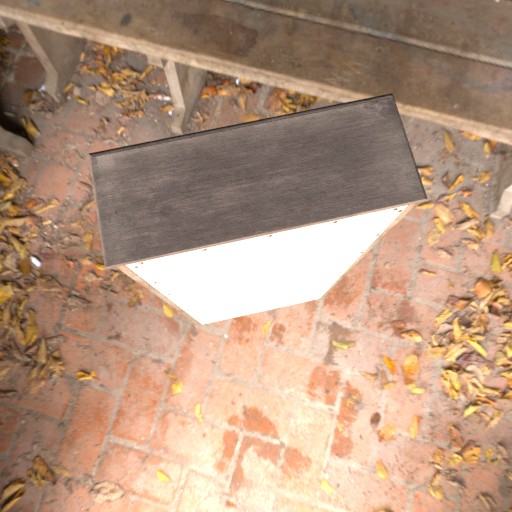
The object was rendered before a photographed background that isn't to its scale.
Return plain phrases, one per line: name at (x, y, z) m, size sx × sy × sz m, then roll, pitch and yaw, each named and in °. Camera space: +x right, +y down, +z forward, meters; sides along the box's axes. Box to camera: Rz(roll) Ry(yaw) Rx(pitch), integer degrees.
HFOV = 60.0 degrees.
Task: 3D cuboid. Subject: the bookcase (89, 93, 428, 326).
bookcase at (0.000, 0.000, 2.149) m, size 0.906 × 1.880 × 0.348 m, roll -12°, pitch 76°, yaw -3°
